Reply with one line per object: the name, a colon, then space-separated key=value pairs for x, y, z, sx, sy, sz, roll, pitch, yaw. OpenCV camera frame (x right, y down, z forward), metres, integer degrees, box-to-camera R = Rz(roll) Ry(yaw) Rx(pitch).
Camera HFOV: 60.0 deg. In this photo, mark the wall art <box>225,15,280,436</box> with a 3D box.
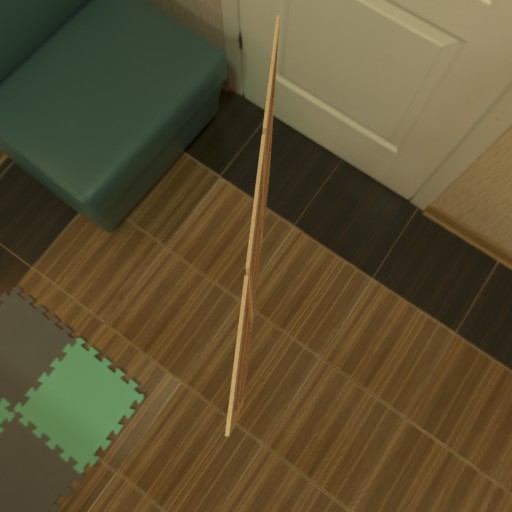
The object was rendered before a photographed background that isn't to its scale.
wall art: x=0.000 y=0.000 z=2.232 sx=0.014 sy=1.507 sz=1.519 roll=6 pitch=75 yaw=2
